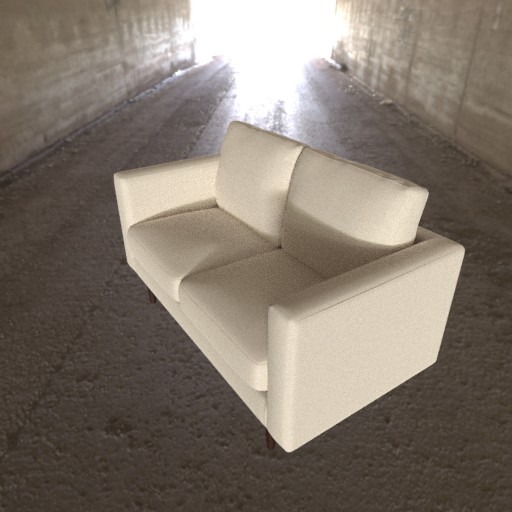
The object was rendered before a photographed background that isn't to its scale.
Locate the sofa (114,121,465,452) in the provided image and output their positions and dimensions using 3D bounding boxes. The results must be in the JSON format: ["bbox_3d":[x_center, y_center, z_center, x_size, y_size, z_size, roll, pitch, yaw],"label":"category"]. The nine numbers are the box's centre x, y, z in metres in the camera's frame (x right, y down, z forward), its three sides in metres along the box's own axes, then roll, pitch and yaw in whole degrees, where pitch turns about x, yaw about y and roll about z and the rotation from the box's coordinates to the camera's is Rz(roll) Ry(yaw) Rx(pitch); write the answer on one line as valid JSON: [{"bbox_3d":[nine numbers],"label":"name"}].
[{"bbox_3d":[0.000,0.000,1.949,0.796,0.908,1.430,-18,34,-29],"label":"sofa"}]
